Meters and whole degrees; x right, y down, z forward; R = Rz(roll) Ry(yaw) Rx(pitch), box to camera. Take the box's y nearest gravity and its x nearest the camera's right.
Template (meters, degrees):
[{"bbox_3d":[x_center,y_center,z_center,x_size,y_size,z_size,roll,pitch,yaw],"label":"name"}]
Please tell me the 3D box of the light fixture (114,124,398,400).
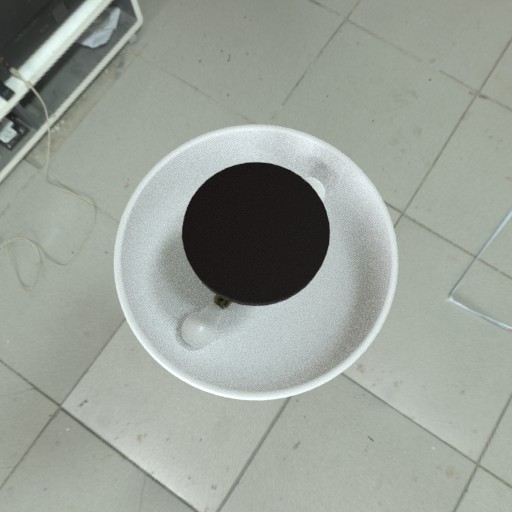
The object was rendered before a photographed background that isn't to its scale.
[{"bbox_3d":[0.000,0.000,0.537,0.331,0.212,0.331,0,76,0],"label":"light fixture"}]
